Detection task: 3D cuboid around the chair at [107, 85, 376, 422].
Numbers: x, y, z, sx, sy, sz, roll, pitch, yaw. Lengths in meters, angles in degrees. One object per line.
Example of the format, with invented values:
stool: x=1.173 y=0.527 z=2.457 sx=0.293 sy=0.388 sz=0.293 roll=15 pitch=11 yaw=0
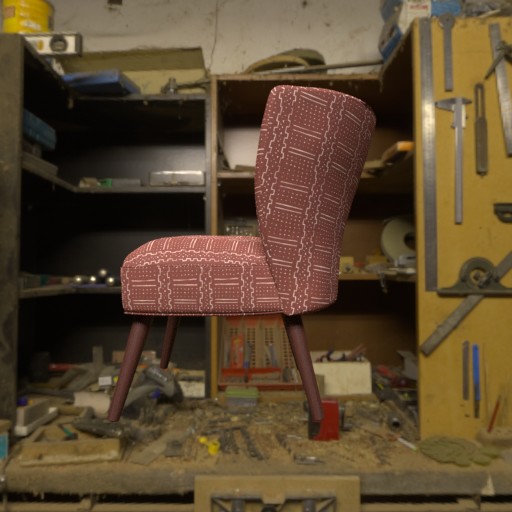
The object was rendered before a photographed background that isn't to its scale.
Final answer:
chair: x=0.000 y=0.000 z=1.425 sx=0.758 sy=0.866 sz=0.706 roll=0 pitch=-1 yaw=1
